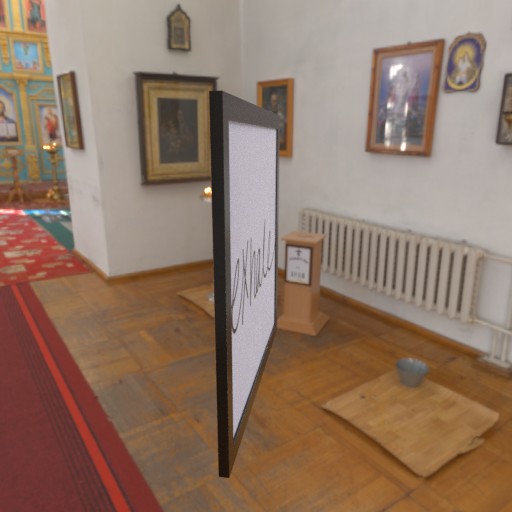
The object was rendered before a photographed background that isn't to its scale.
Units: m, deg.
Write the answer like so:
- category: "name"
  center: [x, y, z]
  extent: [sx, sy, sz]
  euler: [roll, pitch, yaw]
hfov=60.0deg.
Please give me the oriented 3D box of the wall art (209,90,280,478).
- category: "wall art"
  center: [0.000, 0.000, 0.697]
  extent: [0.014, 0.445, 0.446]
  euler: [3, 15, 10]
